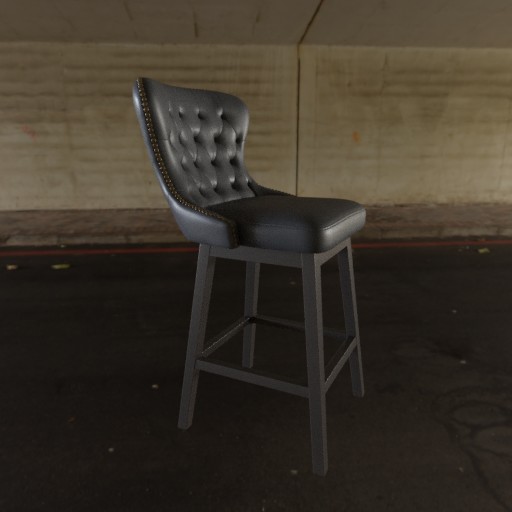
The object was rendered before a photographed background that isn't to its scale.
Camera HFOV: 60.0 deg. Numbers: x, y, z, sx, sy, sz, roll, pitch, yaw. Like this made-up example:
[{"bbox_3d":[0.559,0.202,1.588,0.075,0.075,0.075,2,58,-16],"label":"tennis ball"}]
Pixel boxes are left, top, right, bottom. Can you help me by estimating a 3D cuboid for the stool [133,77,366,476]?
[{"bbox_3d":[0.000,0.000,1.297,0.593,0.971,0.528,7,16,26],"label":"stool"}]
